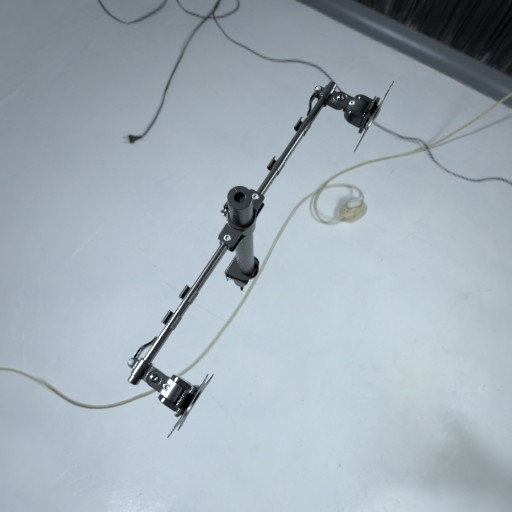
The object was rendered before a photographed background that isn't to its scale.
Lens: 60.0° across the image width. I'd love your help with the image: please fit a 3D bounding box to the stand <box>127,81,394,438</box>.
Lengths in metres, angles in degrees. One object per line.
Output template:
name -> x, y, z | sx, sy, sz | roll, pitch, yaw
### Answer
stand -> 0.000, 0.000, 1.006 | 0.150, 0.603, 0.743 | 31, 77, 8
